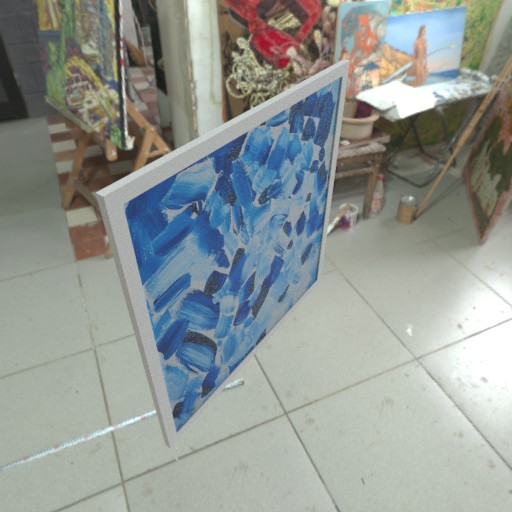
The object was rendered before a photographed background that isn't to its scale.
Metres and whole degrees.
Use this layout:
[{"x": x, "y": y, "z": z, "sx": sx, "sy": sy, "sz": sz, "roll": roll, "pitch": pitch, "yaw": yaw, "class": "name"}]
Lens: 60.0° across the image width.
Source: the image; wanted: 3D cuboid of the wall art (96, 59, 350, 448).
[{"x": 0.000, "y": 0.000, "z": 0.971, "sx": 0.015, "sy": 0.660, "sz": 0.660, "roll": 26, "pitch": 47, "yaw": 27, "class": "wall art"}]
